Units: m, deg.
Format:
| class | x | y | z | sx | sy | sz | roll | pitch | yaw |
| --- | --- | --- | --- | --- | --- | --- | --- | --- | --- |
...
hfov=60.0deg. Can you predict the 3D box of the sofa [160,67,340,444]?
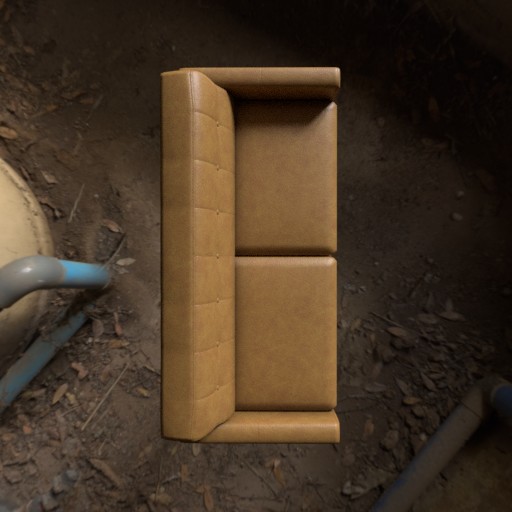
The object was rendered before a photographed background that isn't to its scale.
| class | x | y | z | sx | sy | sz | roll | pitch | yaw |
| --- | --- | --- | --- | --- | --- | --- | --- | --- | --- |
| sofa | 0.000 | 0.000 | 2.660 | 0.980 | 0.892 | 2.137 | 0 | 90 | 0 |
